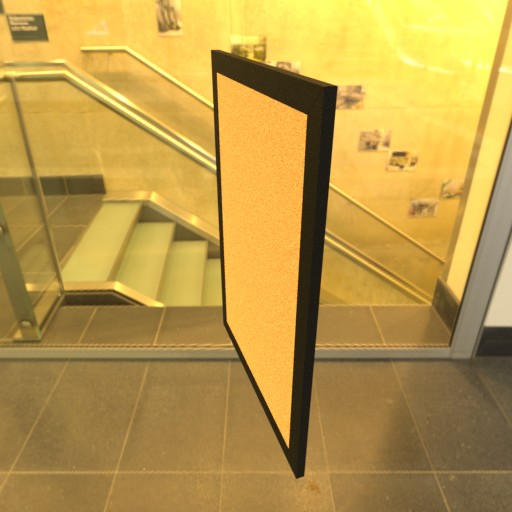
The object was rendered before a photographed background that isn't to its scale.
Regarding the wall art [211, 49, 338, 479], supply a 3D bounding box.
[{"bbox_3d":[0.000,0.000,0.571,0.011,0.459,0.326,-10,31,-17],"label":"wall art"}]
